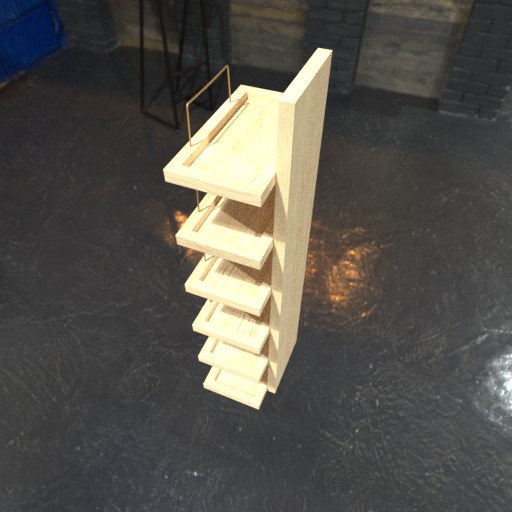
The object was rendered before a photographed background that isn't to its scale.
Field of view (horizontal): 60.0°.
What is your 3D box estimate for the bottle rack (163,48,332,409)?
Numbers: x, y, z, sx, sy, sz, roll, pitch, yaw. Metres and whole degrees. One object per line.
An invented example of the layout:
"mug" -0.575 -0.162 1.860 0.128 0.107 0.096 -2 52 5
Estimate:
"bottle rack" 0.000 0.000 1.083 0.206 0.943 0.330 17 50 15
